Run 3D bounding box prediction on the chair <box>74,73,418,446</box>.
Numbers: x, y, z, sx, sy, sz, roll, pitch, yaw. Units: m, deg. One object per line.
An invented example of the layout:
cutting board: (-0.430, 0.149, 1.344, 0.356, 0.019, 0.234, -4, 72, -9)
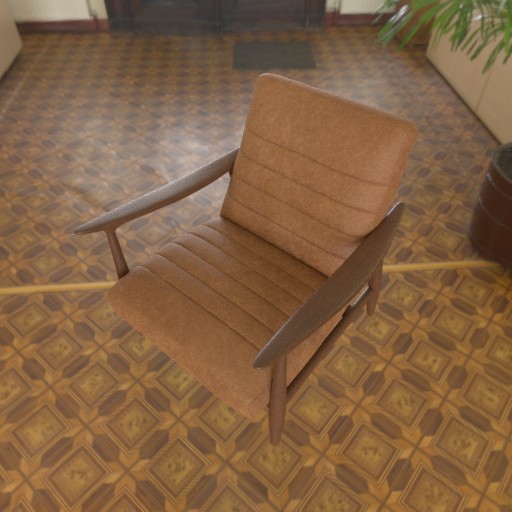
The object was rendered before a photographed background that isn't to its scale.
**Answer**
chair: (0.000, 0.000, 1.442, 0.741, 0.832, 0.798, 31, 53, 26)
